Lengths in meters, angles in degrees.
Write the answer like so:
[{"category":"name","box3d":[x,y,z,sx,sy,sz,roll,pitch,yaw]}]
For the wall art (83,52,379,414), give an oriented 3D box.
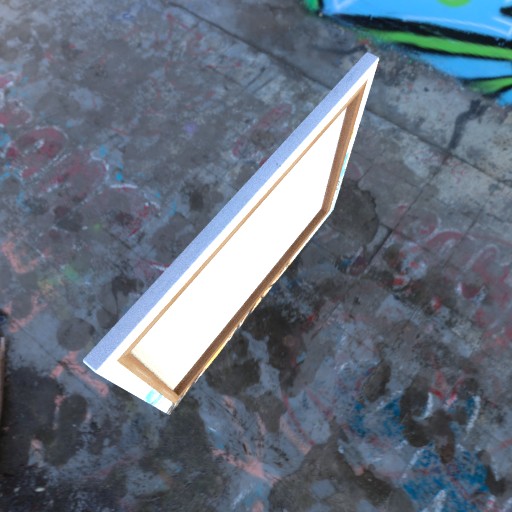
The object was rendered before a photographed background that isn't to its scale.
[{"category":"wall art","box3d":[0.000,0.000,1.331,0.038,0.762,1.016,35,69,15]}]
